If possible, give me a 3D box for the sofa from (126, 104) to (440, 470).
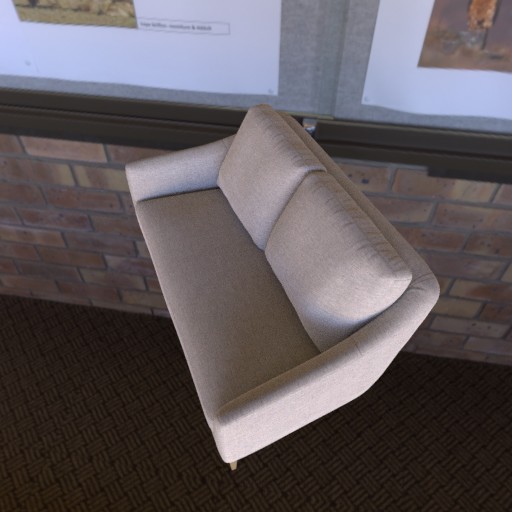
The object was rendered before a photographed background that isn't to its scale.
[{"bbox_3d":[0.000,0.000,2.202,0.960,0.904,1.619,-17,49,-15],"label":"sofa"}]
